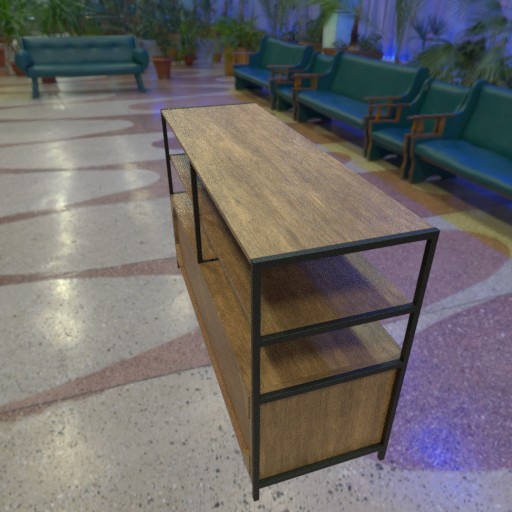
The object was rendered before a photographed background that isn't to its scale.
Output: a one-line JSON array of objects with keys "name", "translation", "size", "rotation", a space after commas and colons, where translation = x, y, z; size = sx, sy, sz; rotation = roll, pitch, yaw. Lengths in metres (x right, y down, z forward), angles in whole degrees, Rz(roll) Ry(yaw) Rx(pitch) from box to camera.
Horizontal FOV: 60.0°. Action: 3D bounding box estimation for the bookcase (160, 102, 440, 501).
[{"name": "bookcase", "translation": [0.000, 0.000, 1.448], "size": [0.391, 0.712, 1.149], "rotation": [-10, 33, -15]}]
